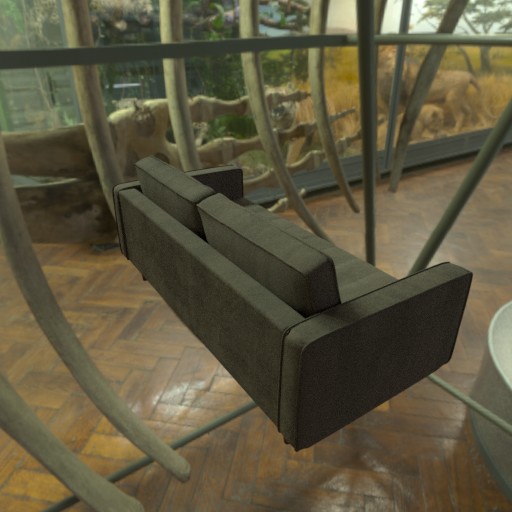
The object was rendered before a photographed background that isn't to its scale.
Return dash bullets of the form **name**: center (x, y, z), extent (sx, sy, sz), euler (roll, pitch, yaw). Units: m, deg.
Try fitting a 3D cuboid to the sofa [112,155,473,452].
- **sofa**: center (0.000, 0.000, 2.381), extent (0.924, 0.825, 1.920), euler (-17, 32, -30)
